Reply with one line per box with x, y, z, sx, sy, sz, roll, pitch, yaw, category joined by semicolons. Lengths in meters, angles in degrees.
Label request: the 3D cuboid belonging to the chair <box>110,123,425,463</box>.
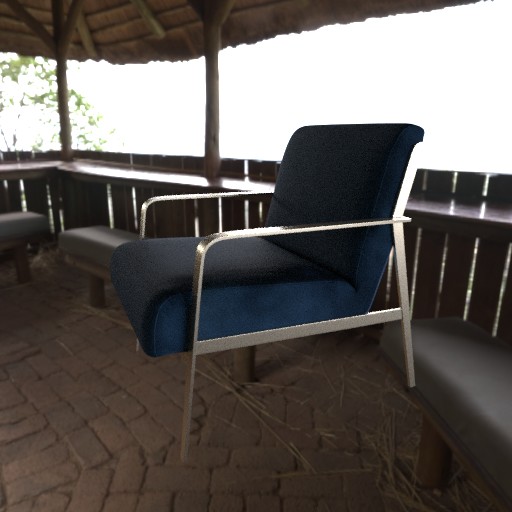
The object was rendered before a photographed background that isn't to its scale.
0.000;0.000;1.445;0.859;0.831;0.692;-7;17;-24;chair
